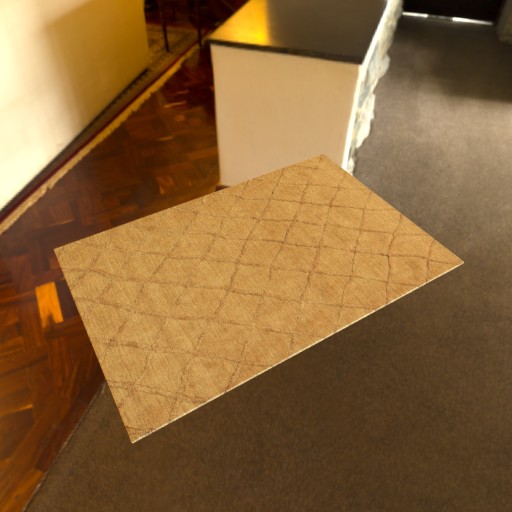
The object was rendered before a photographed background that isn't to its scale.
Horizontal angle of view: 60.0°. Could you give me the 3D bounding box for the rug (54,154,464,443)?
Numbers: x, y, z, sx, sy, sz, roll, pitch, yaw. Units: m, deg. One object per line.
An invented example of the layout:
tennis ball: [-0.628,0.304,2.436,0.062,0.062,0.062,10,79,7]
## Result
rug: [0.000,0.000,2.973,2.292,0.014,1.528,-23,50,-21]
